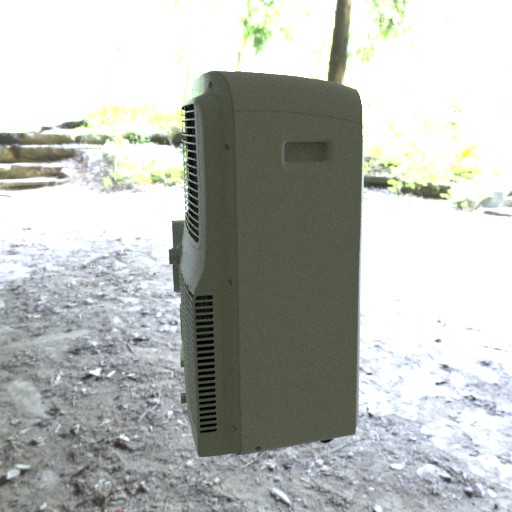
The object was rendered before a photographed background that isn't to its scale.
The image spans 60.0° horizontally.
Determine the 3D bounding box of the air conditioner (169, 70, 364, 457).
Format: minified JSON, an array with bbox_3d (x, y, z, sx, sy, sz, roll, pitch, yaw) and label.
[{"bbox_3d":[0.000,0.000,0.948,0.365,0.700,0.454,-3,16,-11],"label":"air conditioner"}]
